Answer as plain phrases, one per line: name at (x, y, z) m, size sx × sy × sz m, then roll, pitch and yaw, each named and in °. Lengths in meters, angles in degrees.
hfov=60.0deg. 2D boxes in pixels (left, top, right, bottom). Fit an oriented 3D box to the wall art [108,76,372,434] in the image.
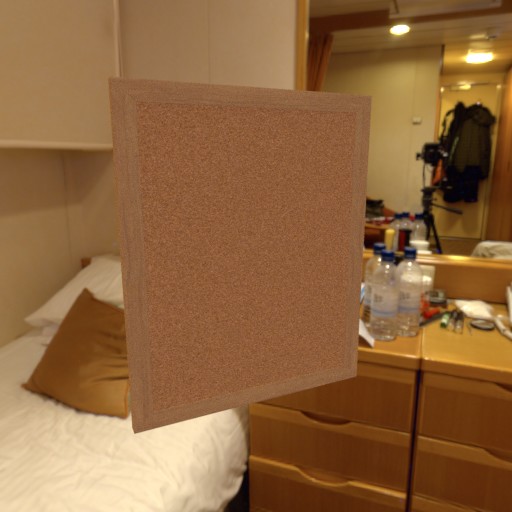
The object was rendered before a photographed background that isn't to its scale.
wall art at (0.000, 0.000, 0.784) m, size 0.460 × 0.561 × 0.020 m, roll -6°, pitch 14°, yaw -25°
